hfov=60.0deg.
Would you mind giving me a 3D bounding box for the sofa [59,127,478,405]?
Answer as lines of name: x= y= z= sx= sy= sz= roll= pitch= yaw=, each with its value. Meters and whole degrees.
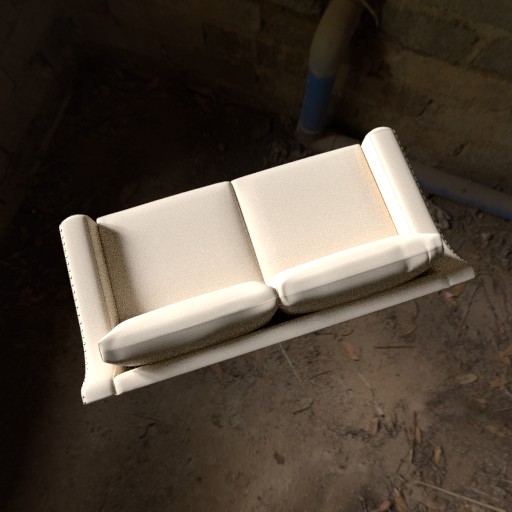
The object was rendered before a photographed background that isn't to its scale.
sofa: x=0.000 y=0.000 z=2.302 sx=1.812 sy=0.830 sz=0.949 roll=-17 pitch=75 yaw=-5
